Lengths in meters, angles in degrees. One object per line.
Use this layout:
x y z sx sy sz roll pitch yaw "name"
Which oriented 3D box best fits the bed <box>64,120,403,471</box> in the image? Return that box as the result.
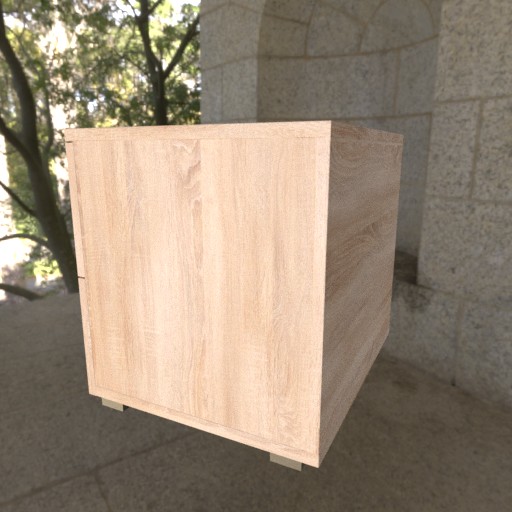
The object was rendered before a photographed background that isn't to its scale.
0.000 0.000 0.782 0.401 0.420 0.460 7 15 26 "bed"
